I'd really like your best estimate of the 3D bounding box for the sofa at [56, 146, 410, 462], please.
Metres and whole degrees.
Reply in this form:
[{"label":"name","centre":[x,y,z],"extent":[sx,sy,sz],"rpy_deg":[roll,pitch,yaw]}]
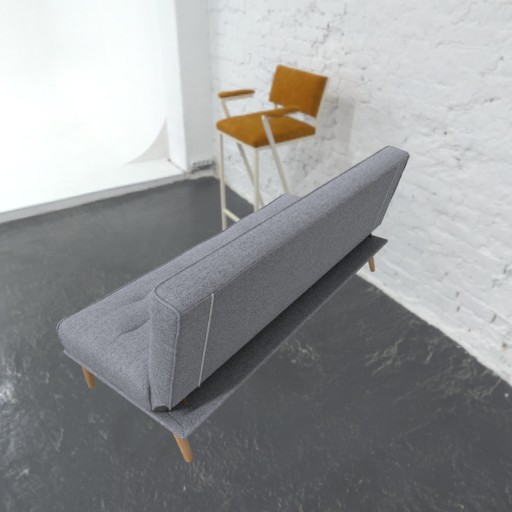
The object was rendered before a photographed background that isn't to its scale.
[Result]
[{"label":"sofa","centre":[0.000,0.000,2.277],"extent":[0.810,0.830,1.820],"rpy_deg":[21,37,31]}]
